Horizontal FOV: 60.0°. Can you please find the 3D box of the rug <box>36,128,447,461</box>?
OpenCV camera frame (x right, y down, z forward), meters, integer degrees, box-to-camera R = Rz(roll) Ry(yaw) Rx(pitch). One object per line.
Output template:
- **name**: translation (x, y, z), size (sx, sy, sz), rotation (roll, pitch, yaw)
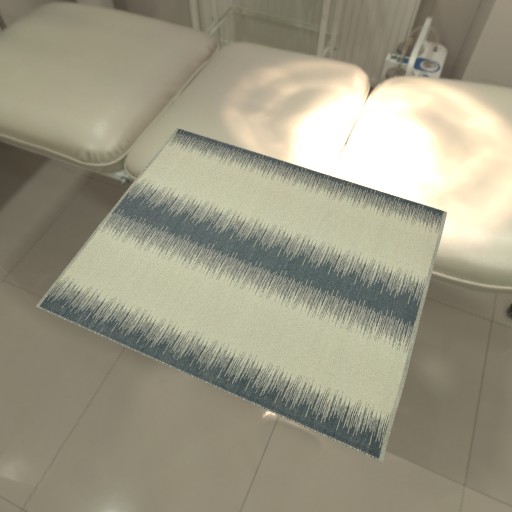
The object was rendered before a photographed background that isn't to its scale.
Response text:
- **rug**: translation (0.000, 0.000, 4.057), size (3.037, 0.004, 2.453), rotation (20, 59, 13)
